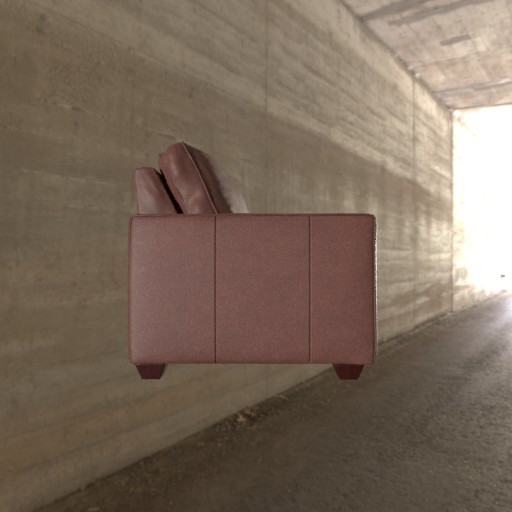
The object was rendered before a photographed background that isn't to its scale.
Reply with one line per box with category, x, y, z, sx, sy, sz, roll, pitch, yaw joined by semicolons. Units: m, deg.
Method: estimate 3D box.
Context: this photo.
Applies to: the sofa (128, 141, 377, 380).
sofa;0.000;0.000;2.604;0.940;0.919;2.080;0;0;1
